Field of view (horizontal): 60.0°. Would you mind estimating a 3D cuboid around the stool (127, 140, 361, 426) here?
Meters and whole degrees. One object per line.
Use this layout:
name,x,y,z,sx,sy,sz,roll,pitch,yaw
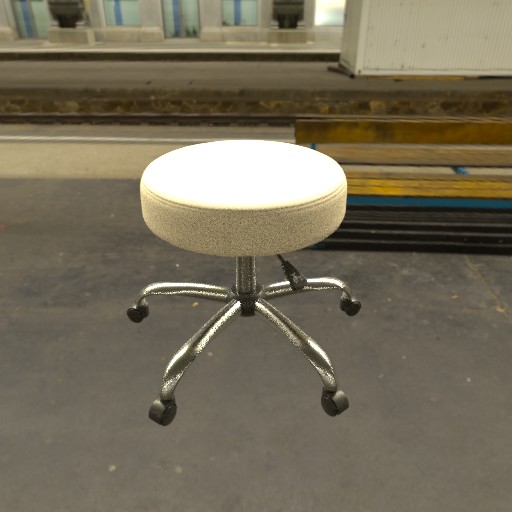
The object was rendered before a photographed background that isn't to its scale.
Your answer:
stool,0.000,0.000,1.042,0.614,0.482,0.634,-11,31,-18
